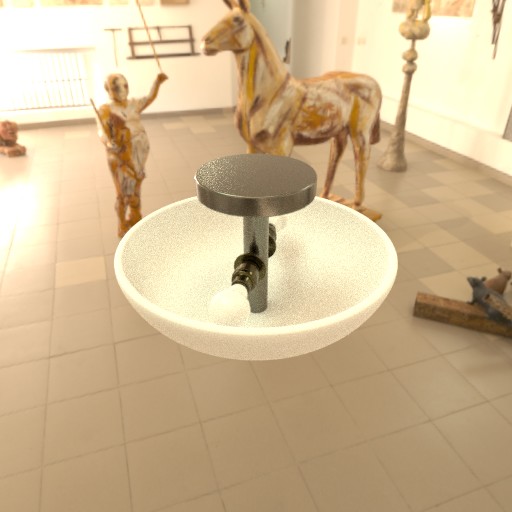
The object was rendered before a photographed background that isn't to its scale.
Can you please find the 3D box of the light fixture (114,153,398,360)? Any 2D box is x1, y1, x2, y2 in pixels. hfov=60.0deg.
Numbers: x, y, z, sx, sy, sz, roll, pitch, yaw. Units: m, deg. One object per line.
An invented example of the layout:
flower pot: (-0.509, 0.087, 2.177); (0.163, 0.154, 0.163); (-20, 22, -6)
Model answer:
light fixture: (0.000, 0.000, 0.543); (0.330, 0.214, 0.330); (0, 31, 0)
